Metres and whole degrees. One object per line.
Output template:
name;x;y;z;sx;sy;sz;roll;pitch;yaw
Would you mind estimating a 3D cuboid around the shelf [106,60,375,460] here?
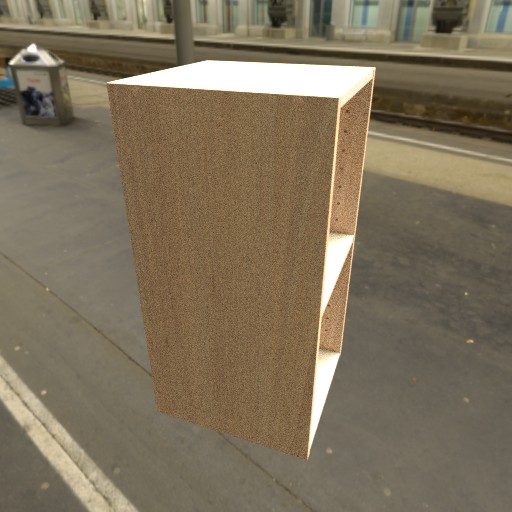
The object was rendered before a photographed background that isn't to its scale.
shelf;0.000;0.000;0.777;0.297;0.594;0.290;11;31;18
